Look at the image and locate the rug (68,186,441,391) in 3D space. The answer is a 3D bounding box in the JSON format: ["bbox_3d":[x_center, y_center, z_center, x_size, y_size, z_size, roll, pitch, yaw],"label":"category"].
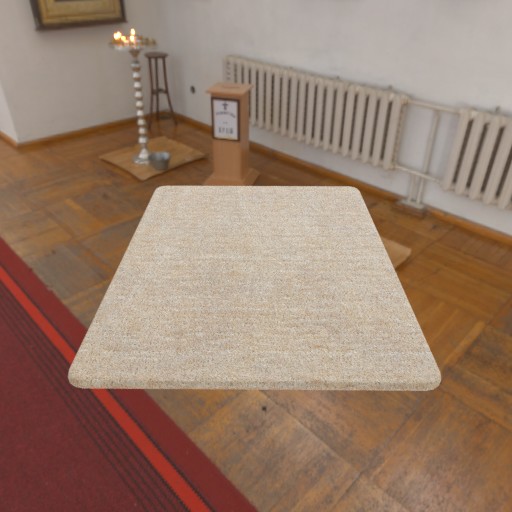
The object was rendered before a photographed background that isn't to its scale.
[{"bbox_3d":[0.000,0.000,3.376,2.009,0.048,2.528,0,33,0],"label":"rug"}]
